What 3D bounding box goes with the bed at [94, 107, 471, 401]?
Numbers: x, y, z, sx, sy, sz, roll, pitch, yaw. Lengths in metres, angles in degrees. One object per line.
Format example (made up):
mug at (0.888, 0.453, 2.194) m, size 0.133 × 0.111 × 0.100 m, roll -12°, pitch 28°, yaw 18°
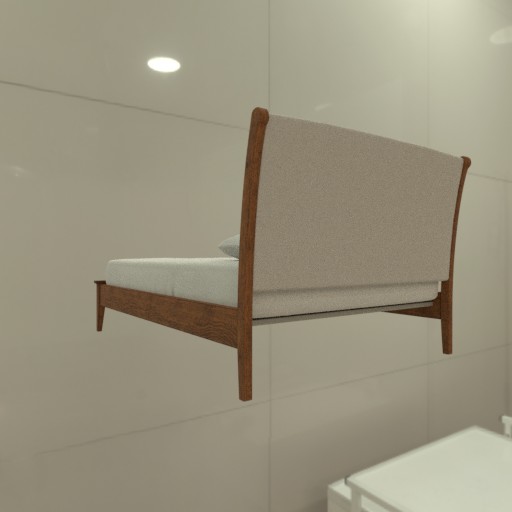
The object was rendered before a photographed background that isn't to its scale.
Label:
bed at (0.000, 0.000, 2.914) m, size 1.502 × 1.135 × 2.108 m, roll 0°, pitch 0°, yaw -35°
